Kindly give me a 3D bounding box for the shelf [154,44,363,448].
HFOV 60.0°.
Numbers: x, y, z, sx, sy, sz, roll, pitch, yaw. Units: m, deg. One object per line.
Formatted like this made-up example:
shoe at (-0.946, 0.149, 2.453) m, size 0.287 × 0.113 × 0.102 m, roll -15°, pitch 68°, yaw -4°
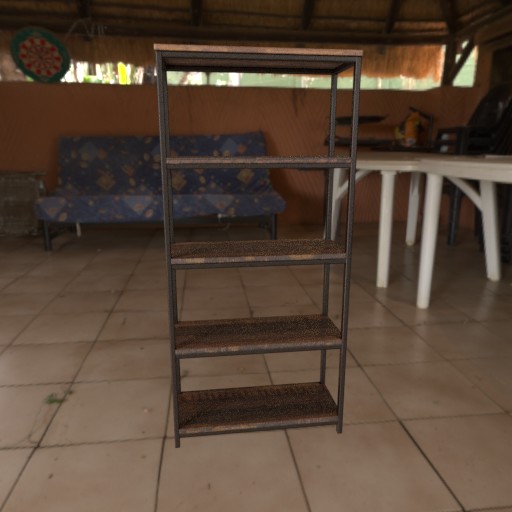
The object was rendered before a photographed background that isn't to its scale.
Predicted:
shelf at (0.000, 0.000, 2.221) m, size 0.874 × 1.860 × 0.359 m, roll -2°, pitch 14°, yaw -8°
